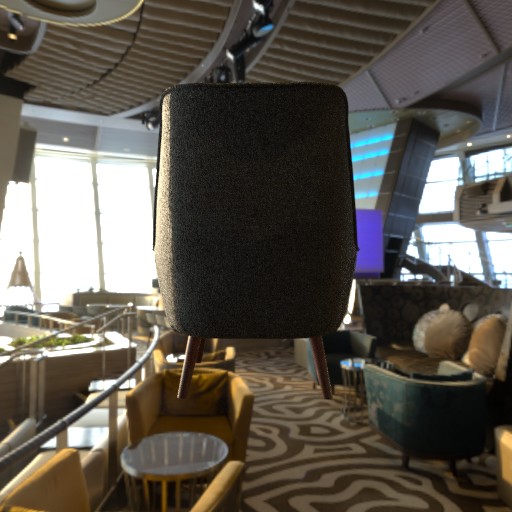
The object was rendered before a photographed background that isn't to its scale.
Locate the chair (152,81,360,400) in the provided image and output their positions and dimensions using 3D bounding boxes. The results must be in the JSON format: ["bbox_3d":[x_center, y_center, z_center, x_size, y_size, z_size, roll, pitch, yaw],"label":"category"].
[{"bbox_3d":[0.000,0.000,1.535,0.763,0.883,0.859,0,-2,1],"label":"chair"}]
